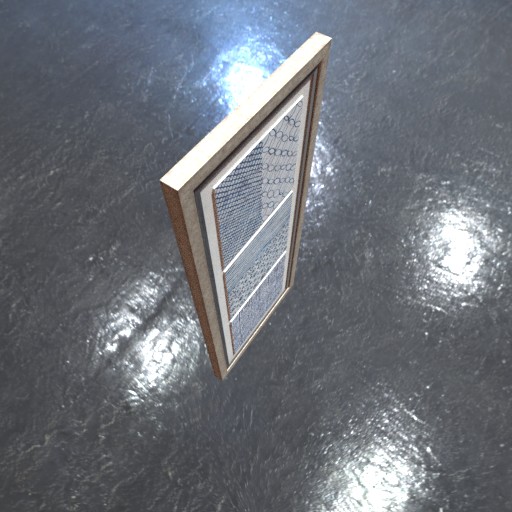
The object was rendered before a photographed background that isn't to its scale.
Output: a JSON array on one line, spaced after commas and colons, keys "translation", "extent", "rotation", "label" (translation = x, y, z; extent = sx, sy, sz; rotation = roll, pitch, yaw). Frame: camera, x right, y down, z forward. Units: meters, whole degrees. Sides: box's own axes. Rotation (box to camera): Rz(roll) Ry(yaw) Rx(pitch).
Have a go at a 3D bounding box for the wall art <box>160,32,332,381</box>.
[{"translation": [0.000, 0.000, 1.699], "extent": [0.051, 1.461, 0.648], "rotation": [31, 64, 17], "label": "wall art"}]
